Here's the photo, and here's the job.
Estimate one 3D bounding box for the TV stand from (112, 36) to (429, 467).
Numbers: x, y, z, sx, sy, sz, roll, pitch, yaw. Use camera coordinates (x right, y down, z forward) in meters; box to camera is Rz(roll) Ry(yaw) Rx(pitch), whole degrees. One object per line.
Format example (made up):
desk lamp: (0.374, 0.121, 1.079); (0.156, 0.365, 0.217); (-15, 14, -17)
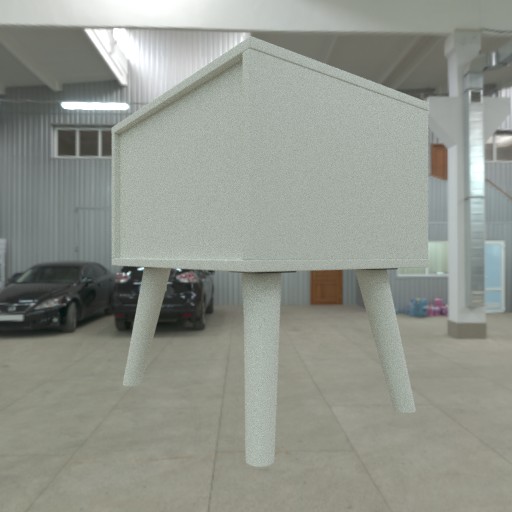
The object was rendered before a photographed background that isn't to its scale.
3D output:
TV stand: (0.000, 0.000, 0.886); (0.405, 0.559, 0.508); (0, 0, -37)
